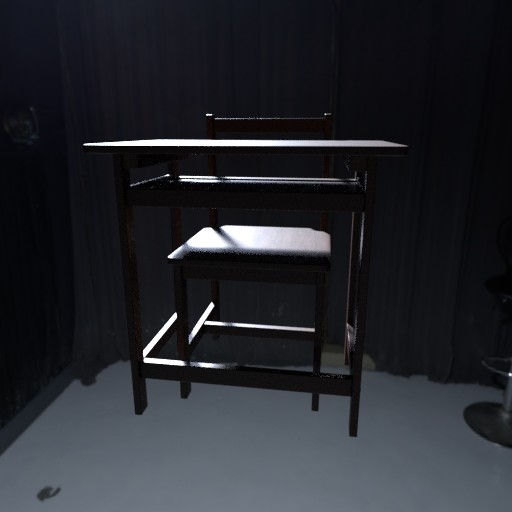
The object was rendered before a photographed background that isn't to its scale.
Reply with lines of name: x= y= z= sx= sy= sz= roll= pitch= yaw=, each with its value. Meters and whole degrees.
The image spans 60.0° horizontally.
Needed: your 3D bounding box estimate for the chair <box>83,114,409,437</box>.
chair: x=0.000 y=0.000 z=1.083 sx=0.599 sy=0.673 sz=0.463 roll=2 pitch=16 yaw=9
